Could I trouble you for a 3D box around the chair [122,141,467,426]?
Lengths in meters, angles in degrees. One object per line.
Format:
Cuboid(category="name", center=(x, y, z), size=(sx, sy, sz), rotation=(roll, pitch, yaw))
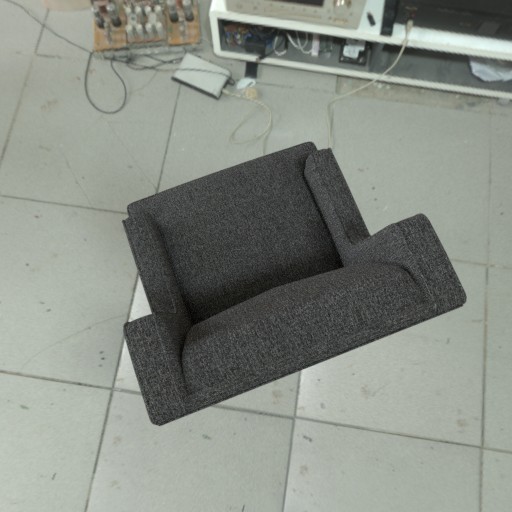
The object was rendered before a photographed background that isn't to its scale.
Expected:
Cuboid(category="chair", center=(0.000, 0.000, 1.812), size=(0.942, 1.082, 0.927), rotation=(-20, 77, -5))
